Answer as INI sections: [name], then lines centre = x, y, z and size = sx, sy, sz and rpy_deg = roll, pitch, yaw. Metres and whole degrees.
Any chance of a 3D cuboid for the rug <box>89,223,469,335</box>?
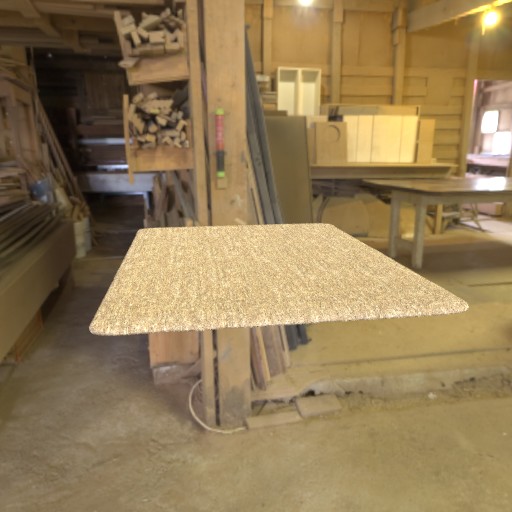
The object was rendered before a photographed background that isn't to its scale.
[rug]
centre = 0.000, 0.000, 3.816
size = 2.242, 0.050, 2.873
rpy_deg = -2, 15, -9
